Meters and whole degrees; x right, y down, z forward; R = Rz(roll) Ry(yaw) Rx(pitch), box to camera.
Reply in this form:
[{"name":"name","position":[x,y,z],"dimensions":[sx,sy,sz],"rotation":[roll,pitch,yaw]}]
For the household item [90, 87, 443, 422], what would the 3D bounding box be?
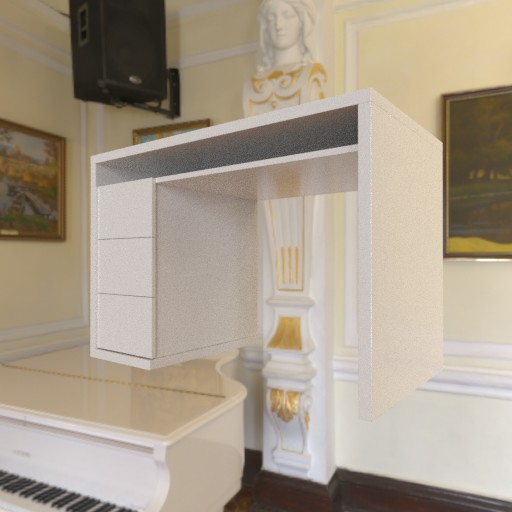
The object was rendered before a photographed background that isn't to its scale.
[{"name":"household item","position":[0.000,0.000,1.560],"dimensions":[1.100,0.749,0.597],"rotation":[0,-1,37]}]
